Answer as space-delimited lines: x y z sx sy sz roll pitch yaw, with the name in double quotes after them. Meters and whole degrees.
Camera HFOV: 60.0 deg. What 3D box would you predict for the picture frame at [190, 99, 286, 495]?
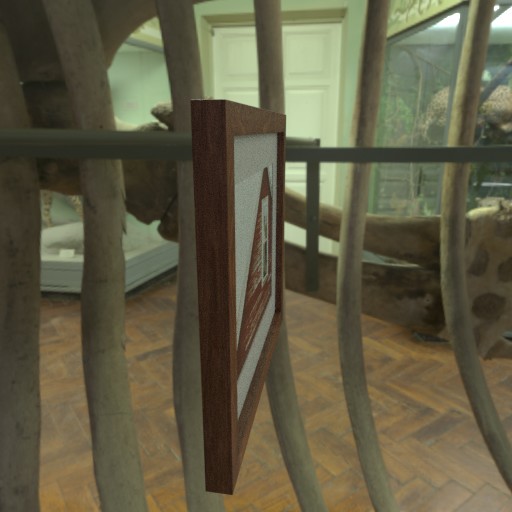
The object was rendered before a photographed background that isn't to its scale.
0.000 0.000 0.528 0.025 0.330 0.381 3 16 10 "picture frame"
